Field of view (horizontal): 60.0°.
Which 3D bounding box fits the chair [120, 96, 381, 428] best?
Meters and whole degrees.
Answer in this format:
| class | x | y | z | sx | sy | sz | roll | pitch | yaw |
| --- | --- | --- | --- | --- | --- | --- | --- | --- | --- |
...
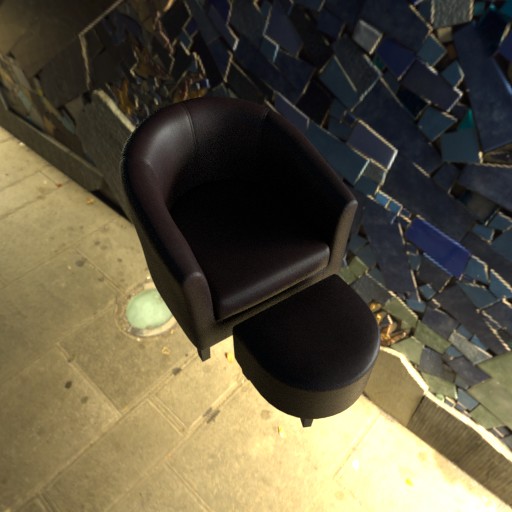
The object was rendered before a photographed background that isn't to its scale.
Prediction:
| class | x | y | z | sx | sy | sz | roll | pitch | yaw |
| --- | --- | --- | --- | --- | --- | --- | --- | --- | --- |
| chair | 0.000 | 0.000 | 1.693 | 0.737 | 0.755 | 1.176 | -25 | 52 | -21 |
